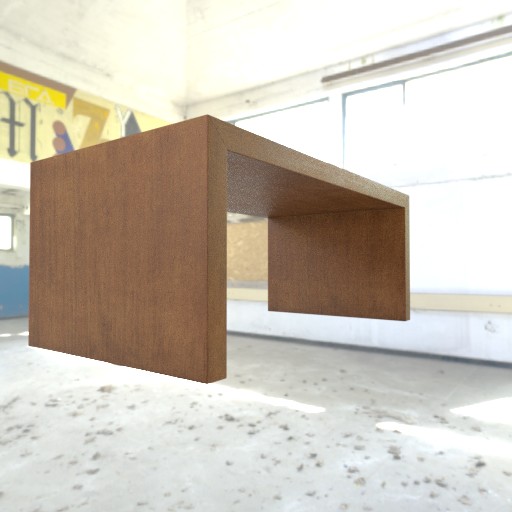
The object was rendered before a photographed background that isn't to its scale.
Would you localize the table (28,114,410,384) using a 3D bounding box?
[{"bbox_3d":[0.000,0.000,1.250,0.549,0.419,1.000,-1,-1,36],"label":"table"}]
